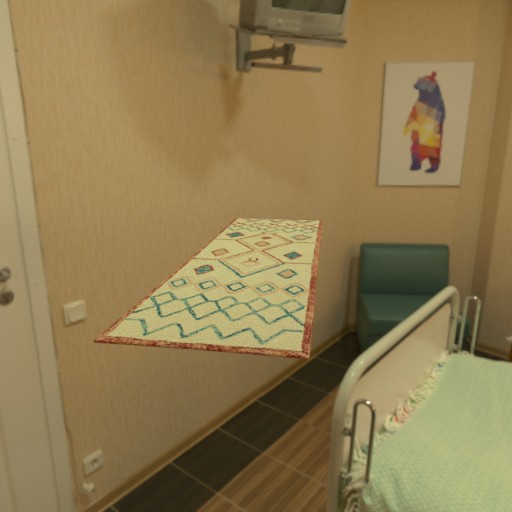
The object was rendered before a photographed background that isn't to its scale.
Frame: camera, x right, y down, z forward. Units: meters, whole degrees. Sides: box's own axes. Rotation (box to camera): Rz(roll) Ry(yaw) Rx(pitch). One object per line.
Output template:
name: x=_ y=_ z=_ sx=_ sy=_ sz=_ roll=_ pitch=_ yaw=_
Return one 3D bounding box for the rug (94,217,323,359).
rug: x=0.000 y=0.000 z=2.647 sx=0.750 sy=0.011 sz=2.435 roll=2 pitch=15 yaw=9
